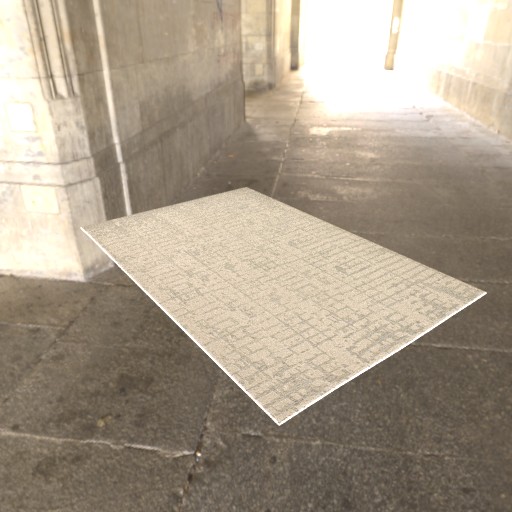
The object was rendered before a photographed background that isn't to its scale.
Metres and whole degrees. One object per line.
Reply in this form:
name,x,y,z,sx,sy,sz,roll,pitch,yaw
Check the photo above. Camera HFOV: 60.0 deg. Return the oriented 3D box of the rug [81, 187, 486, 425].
rug,0.000,0.000,2.294,1.211,0.007,1.827,-19,33,-32
